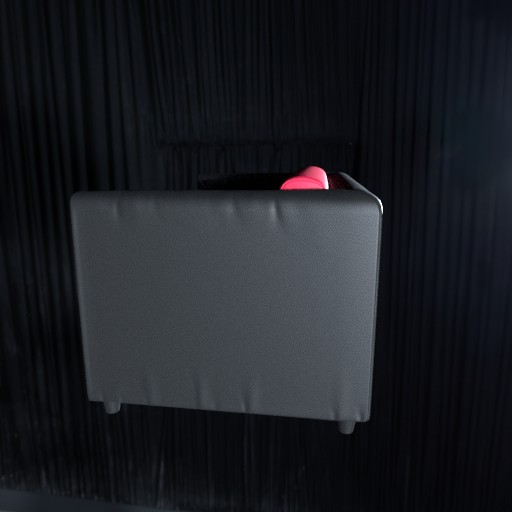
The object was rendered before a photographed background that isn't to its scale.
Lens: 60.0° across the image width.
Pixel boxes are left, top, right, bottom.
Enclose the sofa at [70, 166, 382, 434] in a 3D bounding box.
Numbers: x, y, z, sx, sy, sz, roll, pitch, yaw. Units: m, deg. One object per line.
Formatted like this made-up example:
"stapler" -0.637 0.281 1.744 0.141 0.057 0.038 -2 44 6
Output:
"sofa" 0.000 0.000 1.885 0.845 0.735 1.410 2 13 8
